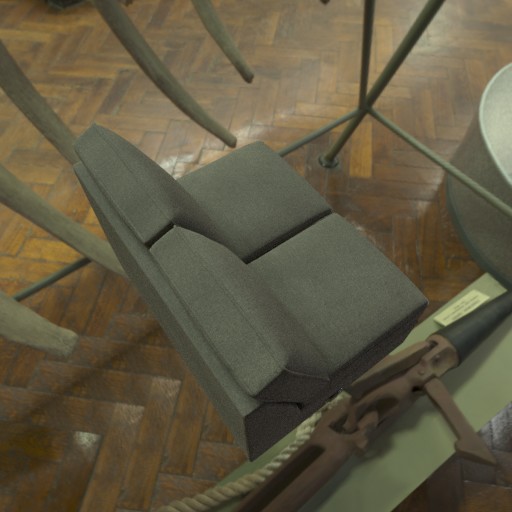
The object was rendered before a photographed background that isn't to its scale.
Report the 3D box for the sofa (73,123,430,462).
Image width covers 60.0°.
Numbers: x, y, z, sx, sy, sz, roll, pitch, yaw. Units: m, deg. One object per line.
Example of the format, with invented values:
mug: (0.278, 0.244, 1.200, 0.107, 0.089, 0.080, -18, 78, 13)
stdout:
sofa: (0.000, 0.000, 1.935, 0.951, 1.008, 1.237, -31, 62, -19)
